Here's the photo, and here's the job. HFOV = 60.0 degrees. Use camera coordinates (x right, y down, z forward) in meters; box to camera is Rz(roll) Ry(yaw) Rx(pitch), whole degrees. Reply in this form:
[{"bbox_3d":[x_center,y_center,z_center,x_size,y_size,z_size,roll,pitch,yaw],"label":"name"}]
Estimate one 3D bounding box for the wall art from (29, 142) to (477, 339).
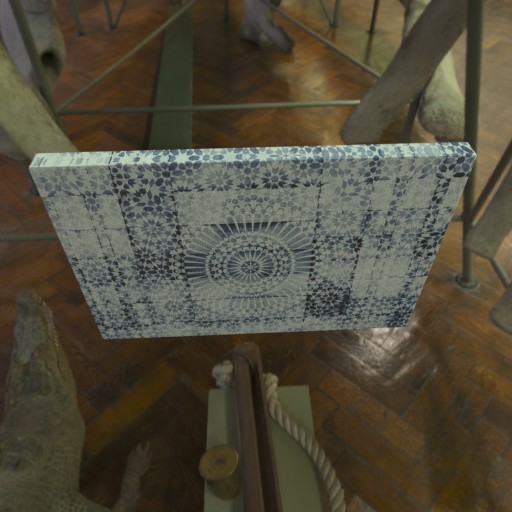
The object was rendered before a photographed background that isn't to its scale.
[{"bbox_3d":[0.000,0.000,1.134,0.911,0.608,0.057,-2,46,-2],"label":"wall art"}]
